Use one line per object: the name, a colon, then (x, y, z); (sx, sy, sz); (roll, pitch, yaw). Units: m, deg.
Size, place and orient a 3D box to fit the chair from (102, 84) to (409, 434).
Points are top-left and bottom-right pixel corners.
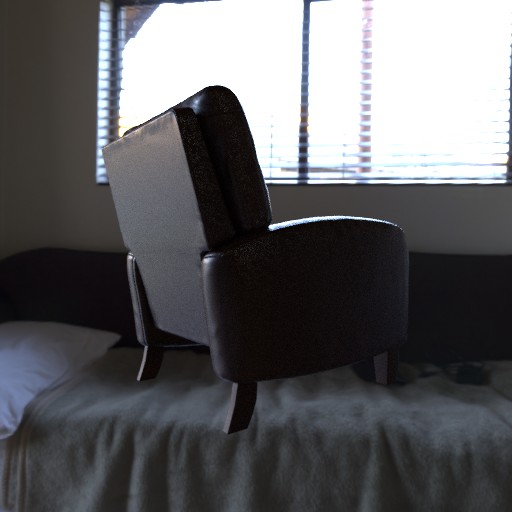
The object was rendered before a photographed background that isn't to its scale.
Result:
chair: (0.000, 0.000, 1.706); (0.990, 0.990, 0.762); (-1, 1, -37)
